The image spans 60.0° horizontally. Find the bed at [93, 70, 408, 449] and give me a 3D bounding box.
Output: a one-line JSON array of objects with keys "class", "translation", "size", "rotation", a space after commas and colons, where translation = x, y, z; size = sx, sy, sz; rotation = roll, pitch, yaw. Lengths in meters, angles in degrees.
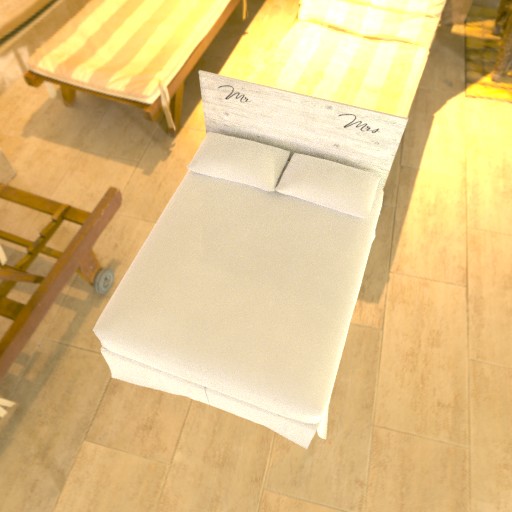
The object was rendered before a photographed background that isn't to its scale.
[{"class": "bed", "translation": [0.000, 0.000, 3.286], "size": [1.745, 1.335, 2.094], "rotation": [17, 59, 11]}]
